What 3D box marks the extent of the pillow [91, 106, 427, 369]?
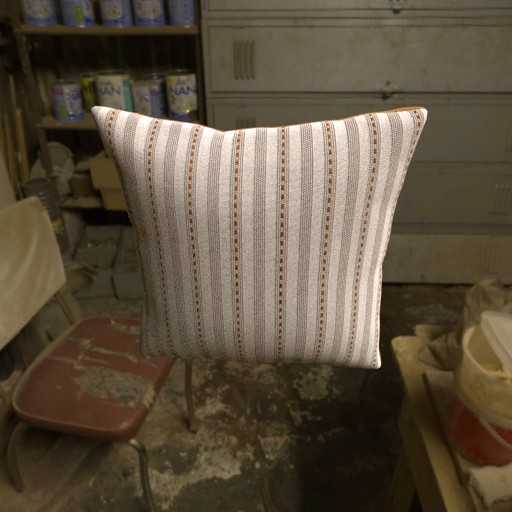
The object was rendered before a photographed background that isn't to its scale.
[{"bbox_3d":[0.000,0.000,0.667,0.432,0.437,0.147,2,30,3],"label":"pillow"}]
